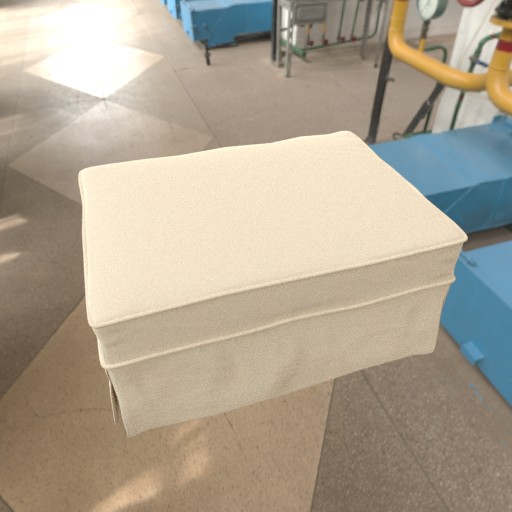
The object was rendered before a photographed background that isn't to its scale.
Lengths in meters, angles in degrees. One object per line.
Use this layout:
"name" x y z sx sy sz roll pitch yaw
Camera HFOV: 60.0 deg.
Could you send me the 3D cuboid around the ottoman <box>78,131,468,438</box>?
"ottoman" 0.000 0.000 1.321 0.944 0.479 0.703 -12 42 -14
